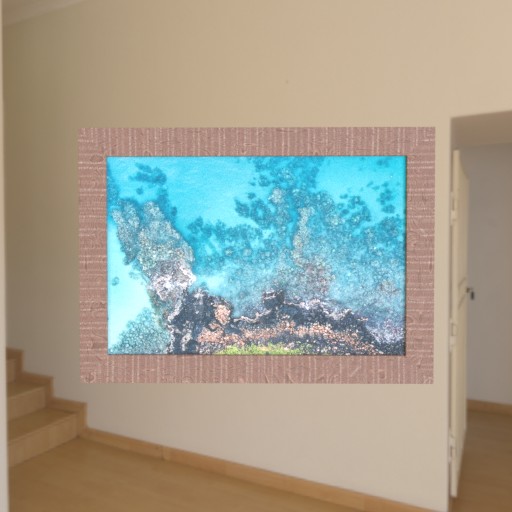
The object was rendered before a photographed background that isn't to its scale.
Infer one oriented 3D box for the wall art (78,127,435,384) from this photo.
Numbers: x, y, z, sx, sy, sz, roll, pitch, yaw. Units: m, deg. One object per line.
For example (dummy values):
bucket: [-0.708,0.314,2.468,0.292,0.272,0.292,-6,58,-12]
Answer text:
wall art: [0.000,0.000,1.325,1.056,0.761,0.020,0,1,1]
